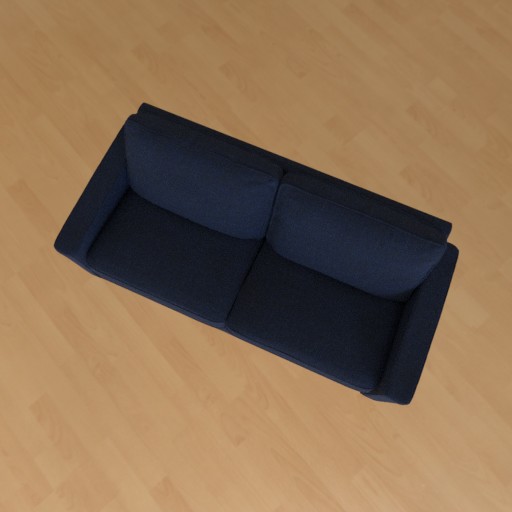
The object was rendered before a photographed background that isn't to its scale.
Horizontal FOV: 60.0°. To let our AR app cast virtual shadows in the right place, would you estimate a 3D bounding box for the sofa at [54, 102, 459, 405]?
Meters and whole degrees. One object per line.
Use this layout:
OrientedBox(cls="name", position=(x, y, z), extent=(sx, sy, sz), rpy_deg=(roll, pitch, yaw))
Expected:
OrientedBox(cls="sofa", position=(0.000, 0.000, 2.556), extent=(2.080, 0.919, 0.940), rpy_deg=(23, 76, 6))
